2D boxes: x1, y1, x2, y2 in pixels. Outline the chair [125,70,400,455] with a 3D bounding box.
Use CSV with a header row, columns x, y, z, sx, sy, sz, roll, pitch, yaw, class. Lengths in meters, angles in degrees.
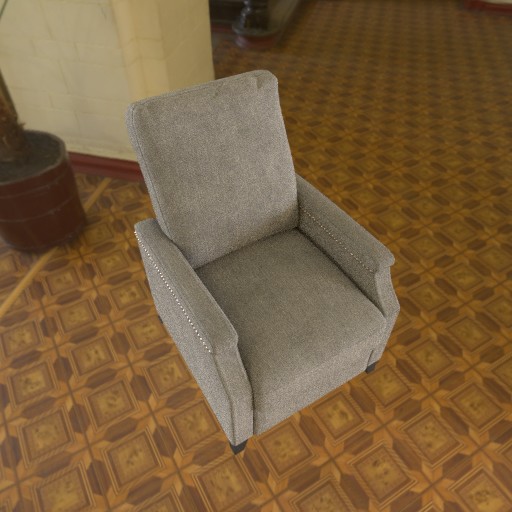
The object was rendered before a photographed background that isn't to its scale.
x,y,z,sx,sy,sz,roll,pitch,yaw,class
0.000,0.000,1.654,0.710,1.049,0.922,-23,50,-21,chair
